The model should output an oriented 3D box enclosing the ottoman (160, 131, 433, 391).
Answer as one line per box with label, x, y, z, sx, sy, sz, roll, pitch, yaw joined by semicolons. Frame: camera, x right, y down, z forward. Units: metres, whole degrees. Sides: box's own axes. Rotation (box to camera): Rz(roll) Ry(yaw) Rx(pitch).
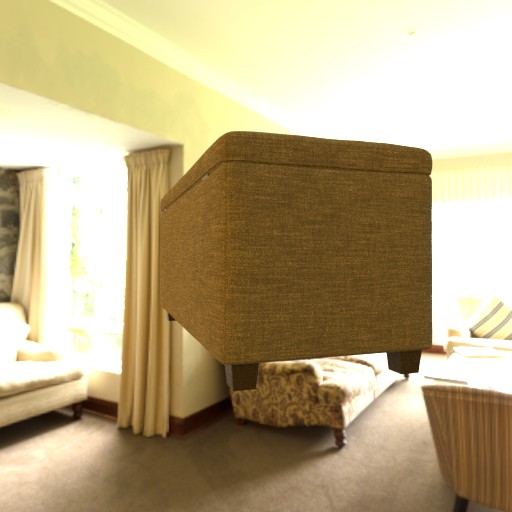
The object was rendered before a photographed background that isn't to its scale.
ottoman;0.000;0.000;1.162;0.419;0.432;0.902;0;0;-18
